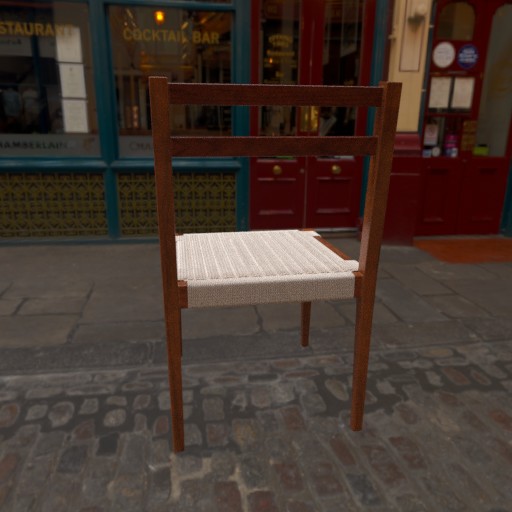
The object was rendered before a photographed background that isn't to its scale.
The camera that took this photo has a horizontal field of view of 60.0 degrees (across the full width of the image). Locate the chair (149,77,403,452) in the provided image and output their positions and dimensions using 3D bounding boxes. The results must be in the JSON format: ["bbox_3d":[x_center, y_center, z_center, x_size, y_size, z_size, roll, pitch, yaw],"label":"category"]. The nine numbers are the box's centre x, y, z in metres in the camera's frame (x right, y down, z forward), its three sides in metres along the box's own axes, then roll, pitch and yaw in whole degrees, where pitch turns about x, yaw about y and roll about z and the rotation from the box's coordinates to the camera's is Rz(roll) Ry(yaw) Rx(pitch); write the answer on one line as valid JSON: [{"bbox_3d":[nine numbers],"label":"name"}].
[{"bbox_3d":[0.000,0.000,1.215,0.495,0.851,0.569,-3,16,-10],"label":"chair"}]
